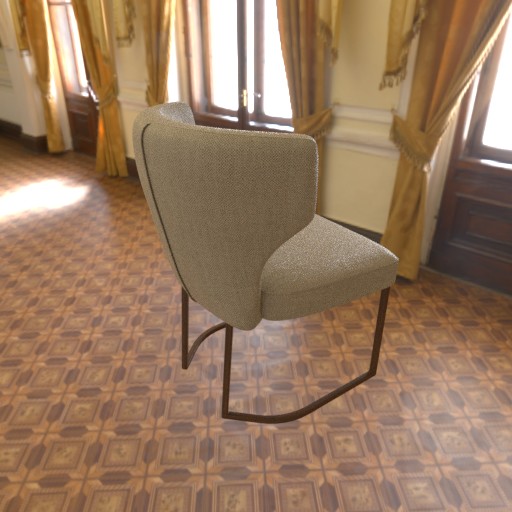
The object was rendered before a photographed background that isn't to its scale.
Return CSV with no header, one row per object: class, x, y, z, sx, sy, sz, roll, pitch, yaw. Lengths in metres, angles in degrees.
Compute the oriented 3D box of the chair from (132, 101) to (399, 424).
chair,0.000,0.000,1.286,0.617,0.824,0.611,-18,32,-31
